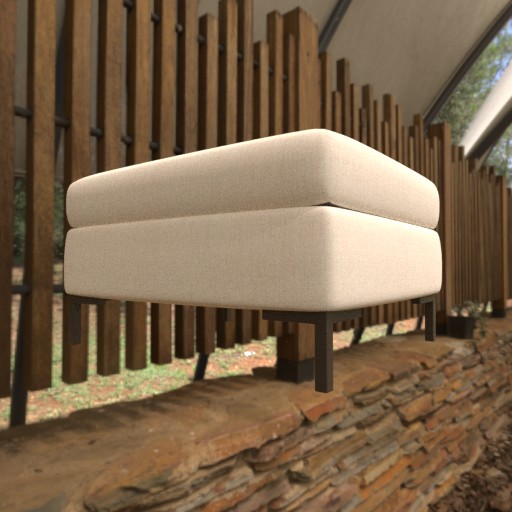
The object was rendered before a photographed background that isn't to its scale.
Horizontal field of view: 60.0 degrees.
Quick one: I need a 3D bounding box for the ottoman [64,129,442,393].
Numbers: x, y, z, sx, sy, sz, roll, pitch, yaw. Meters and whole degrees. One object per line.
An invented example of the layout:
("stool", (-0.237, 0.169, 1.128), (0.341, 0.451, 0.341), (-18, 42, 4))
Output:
("ottoman", (0.000, 0.000, 1.165), (0.794, 0.453, 0.657), (-1, -2, 37))
